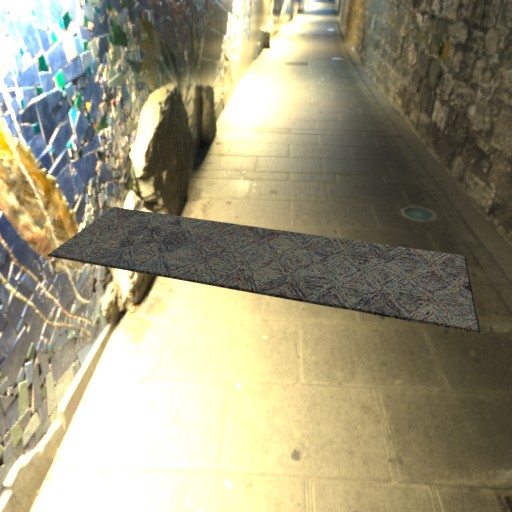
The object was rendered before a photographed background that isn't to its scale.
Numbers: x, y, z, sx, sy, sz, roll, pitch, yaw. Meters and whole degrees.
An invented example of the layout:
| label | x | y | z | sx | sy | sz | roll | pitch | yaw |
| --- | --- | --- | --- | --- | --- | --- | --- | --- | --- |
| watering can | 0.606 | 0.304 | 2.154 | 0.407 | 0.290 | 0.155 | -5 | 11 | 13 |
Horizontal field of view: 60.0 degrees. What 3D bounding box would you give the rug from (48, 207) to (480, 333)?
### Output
| label | x | y | z | sx | sy | sz | roll | pitch | yaw |
| --- | --- | --- | --- | --- | --- | --- | --- | --- | --- |
| rug | 0.000 | 0.000 | 2.529 | 2.292 | 0.015 | 0.688 | 9 | 32 | 14 |
